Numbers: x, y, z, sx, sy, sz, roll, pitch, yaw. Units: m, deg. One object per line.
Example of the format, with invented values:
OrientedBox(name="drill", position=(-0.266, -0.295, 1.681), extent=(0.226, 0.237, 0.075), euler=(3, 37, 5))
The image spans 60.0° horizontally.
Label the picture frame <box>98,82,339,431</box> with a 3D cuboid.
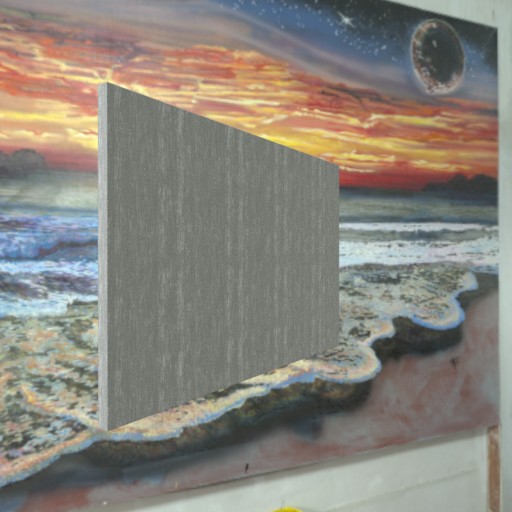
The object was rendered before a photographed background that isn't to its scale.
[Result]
OrientedBox(name="picture frame", position=(0.000, 0.000, 1.201), extent=(0.029, 0.640, 0.950), euler=(0, 0, 37))
